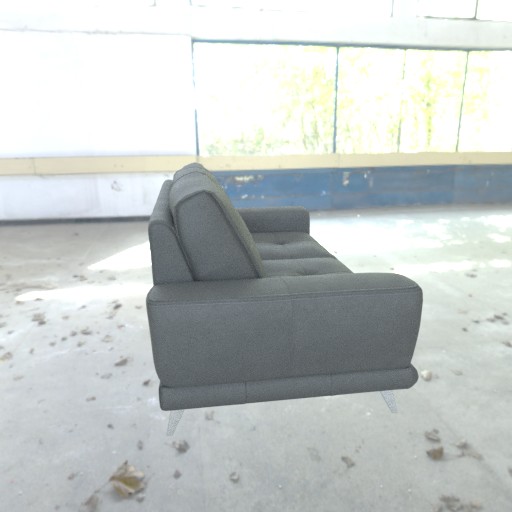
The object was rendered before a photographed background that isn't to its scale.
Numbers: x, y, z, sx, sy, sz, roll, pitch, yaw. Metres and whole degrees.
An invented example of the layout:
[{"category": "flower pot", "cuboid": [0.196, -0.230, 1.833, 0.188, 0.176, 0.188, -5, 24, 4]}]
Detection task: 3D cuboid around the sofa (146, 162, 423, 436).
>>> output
[{"category": "sofa", "cuboid": [0.000, 0.000, 2.393, 1.018, 0.907, 1.806, -3, 16, -9]}]
